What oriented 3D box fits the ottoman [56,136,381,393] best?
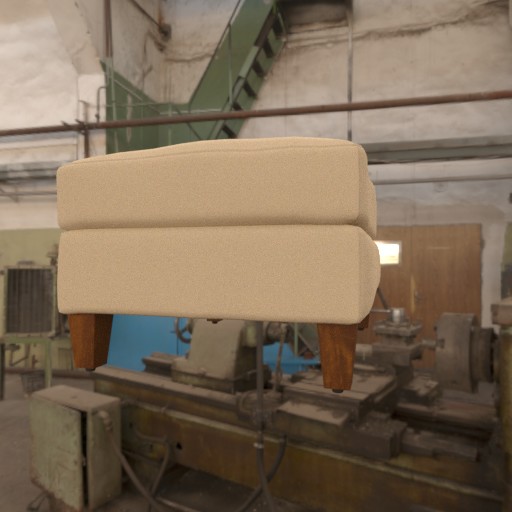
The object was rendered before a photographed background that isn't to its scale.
[{"bbox_3d":[0.000,0.000,1.191,0.634,0.485,0.818,0,0,17],"label":"ottoman"}]
